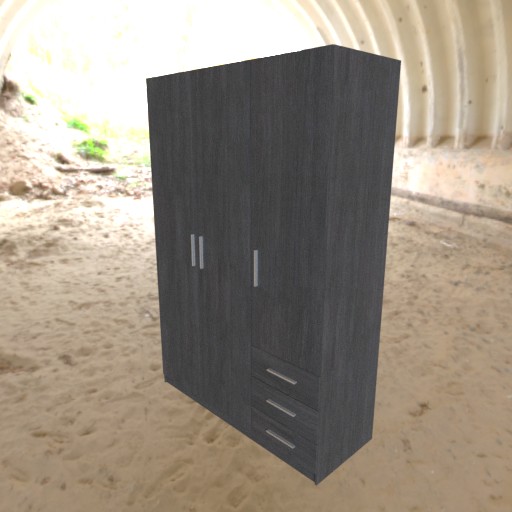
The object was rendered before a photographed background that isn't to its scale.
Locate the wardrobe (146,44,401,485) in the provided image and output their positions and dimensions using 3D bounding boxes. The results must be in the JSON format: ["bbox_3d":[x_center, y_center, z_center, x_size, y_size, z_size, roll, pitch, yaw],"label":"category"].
[{"bbox_3d":[0.000,0.000,2.448,0.510,1.910,1.290,-14,20,-42],"label":"wardrobe"}]
